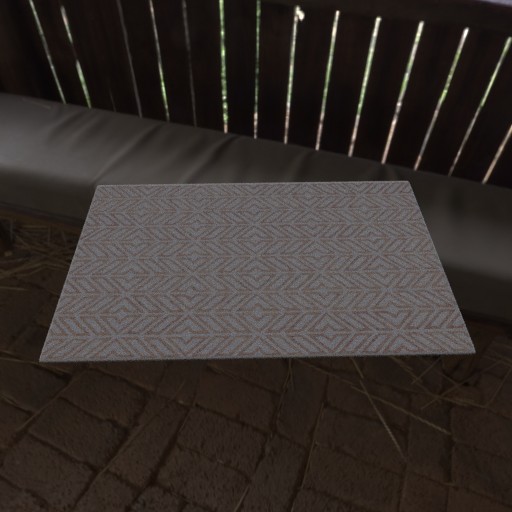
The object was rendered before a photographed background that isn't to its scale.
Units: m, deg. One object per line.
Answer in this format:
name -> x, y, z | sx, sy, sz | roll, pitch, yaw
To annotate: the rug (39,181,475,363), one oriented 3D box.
rug -> 0.000, 0.000, 2.969 | 2.438, 0.008, 1.523 | -1, 48, -1
